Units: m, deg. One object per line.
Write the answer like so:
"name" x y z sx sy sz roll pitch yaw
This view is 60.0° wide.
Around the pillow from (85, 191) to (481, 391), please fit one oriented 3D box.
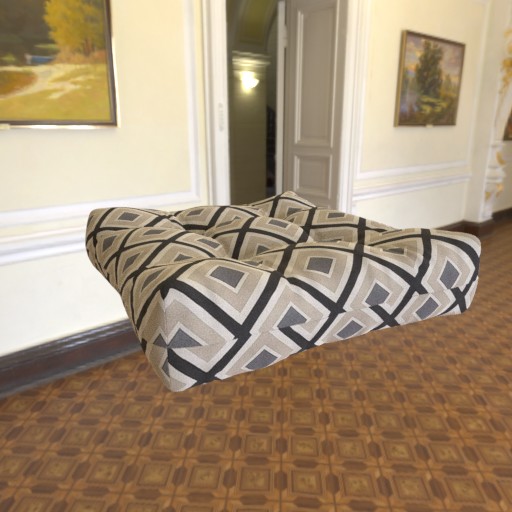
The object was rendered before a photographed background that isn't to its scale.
"pillow" 0.000 0.000 0.712 0.468 0.128 0.490 -9 18 -27
